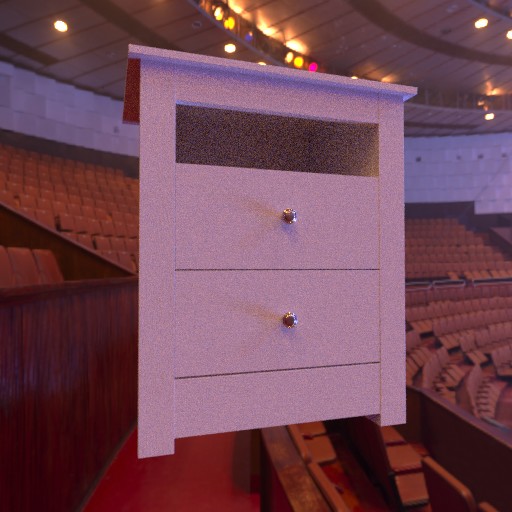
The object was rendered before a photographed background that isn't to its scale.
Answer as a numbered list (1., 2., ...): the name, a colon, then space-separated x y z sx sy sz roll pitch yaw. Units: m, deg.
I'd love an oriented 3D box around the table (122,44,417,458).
1. table: 0.000 0.000 1.030 0.589 0.711 0.406 0 -1 -18
